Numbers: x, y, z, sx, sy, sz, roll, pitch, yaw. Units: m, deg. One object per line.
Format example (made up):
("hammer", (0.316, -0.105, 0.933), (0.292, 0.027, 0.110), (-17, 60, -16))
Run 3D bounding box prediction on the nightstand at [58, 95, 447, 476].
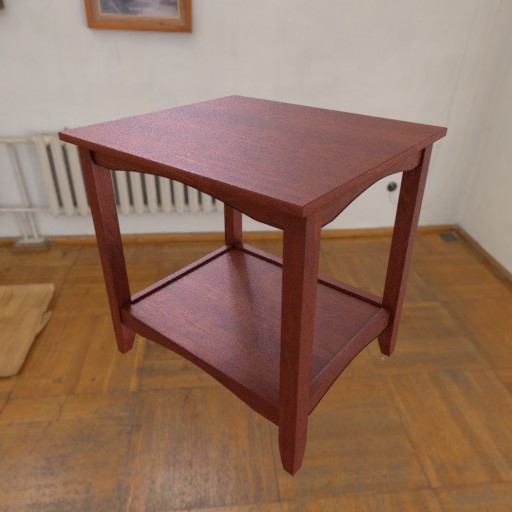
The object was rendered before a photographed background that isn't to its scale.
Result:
("nightstand", (0.000, 0.000, 0.988), (0.558, 0.558, 0.501), (22, 37, 33))
